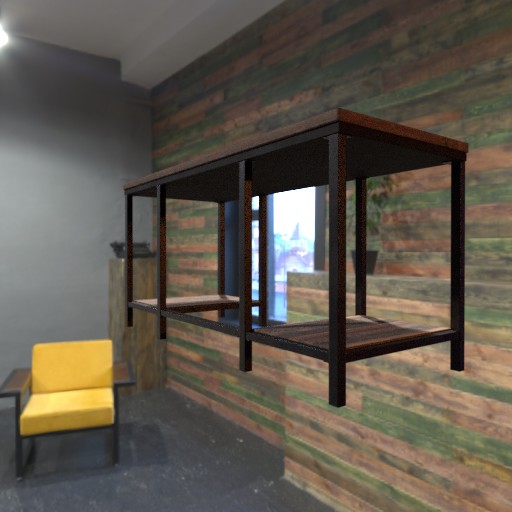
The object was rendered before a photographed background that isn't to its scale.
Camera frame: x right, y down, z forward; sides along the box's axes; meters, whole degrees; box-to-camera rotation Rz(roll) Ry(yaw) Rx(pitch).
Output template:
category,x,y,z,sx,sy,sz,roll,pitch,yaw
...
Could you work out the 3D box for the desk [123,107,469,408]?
category,x,y,z,sx,sy,sz,roll,pitch,yaw
desk,0.000,0.000,1.908,0.617,0.753,1.538,0,1,-36
